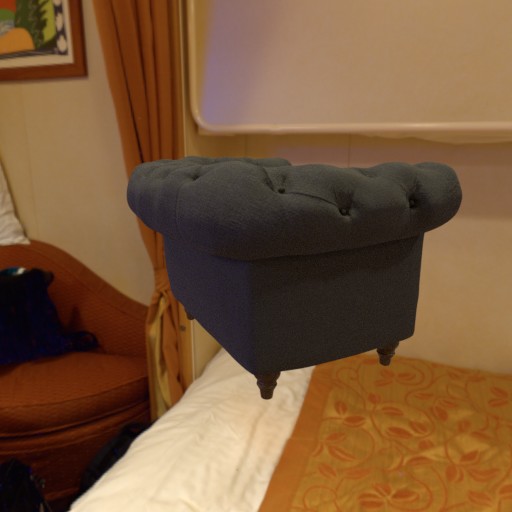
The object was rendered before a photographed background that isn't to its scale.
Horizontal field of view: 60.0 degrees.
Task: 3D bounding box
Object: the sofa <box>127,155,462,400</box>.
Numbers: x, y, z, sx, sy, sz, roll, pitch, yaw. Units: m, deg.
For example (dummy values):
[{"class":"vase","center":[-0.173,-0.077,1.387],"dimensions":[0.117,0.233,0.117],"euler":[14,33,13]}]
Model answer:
[{"class":"sofa","center":[0.000,0.000,2.025],"dimensions":[1.032,0.878,1.405],"euler":[-7,16,-26]}]
